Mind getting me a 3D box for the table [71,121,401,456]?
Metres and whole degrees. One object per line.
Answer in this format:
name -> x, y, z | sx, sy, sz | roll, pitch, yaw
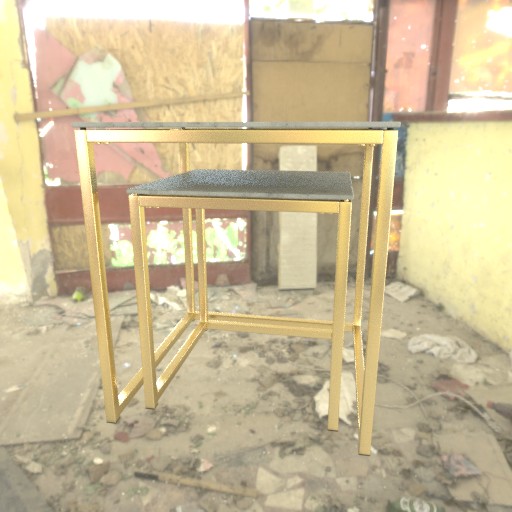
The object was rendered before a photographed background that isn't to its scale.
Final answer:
table -> 0.000, 0.000, 0.871 | 0.450, 0.500, 0.450 | 3, 17, 10
